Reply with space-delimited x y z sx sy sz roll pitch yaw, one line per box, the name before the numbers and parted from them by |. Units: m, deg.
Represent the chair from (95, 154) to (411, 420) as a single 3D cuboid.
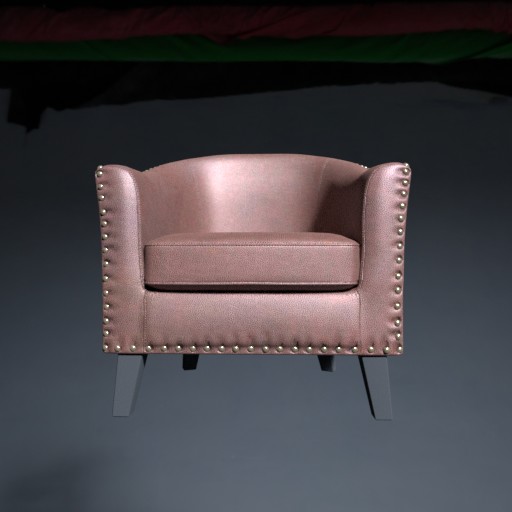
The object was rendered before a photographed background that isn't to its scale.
chair | 0.000 0.000 1.430 0.794 0.823 0.748 0 -2 2
